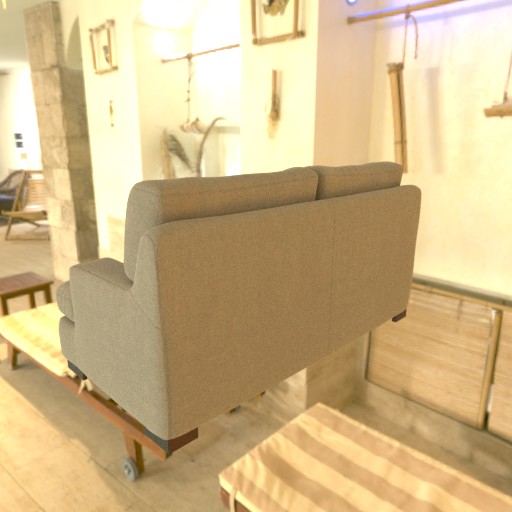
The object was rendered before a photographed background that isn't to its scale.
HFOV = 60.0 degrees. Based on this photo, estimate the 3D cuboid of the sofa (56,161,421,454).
[{"bbox_3d":[0.000,0.000,2.392,1.855,0.980,0.962,-15,21,-43],"label":"sofa"}]
